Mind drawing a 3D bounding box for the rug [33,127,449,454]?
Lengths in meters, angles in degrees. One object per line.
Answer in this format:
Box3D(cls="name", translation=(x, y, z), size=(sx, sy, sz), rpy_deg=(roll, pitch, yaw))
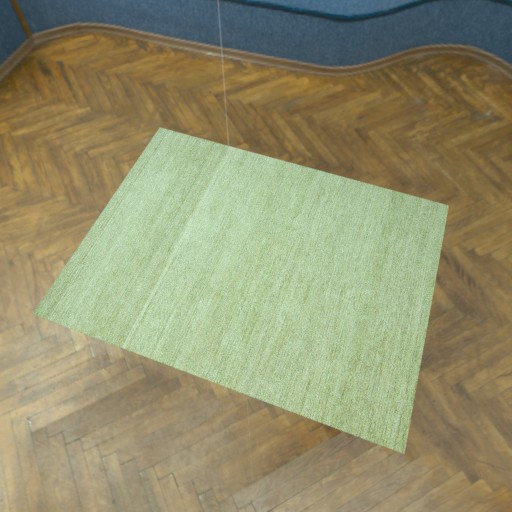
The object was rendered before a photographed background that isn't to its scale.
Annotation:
Box3D(cls="rug", translation=(0.000, 0.000, 4.108), size=(3.198, 0.016, 2.425), rpy_deg=(17, 60, 10))
